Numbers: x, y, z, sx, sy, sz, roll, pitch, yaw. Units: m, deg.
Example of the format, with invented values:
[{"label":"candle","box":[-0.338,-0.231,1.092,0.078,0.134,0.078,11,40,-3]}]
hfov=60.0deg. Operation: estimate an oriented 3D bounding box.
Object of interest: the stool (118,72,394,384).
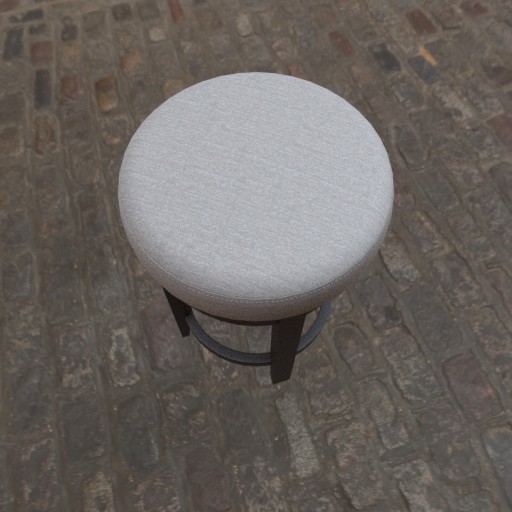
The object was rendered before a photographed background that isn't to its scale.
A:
[{"label":"stool","box":[0.000,0.000,0.966,0.443,0.672,0.443,0,64,0]}]
